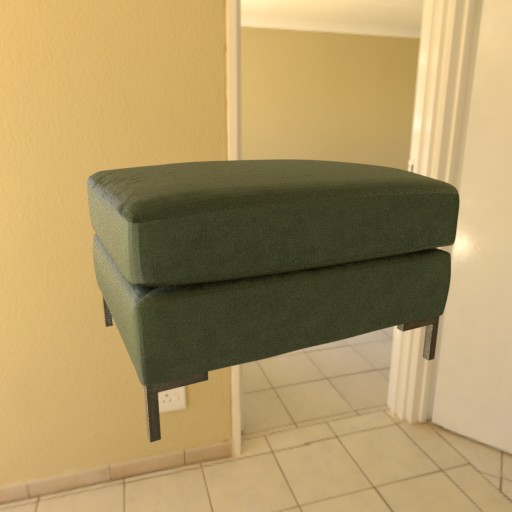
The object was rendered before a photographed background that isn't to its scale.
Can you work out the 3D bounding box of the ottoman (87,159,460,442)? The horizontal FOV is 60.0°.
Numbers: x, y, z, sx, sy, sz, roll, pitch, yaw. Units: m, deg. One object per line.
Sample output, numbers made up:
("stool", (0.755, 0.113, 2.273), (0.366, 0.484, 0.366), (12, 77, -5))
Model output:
("ottoman", (0.000, 0.000, 1.290), (0.839, 0.538, 0.701), (-7, 17, -25))
